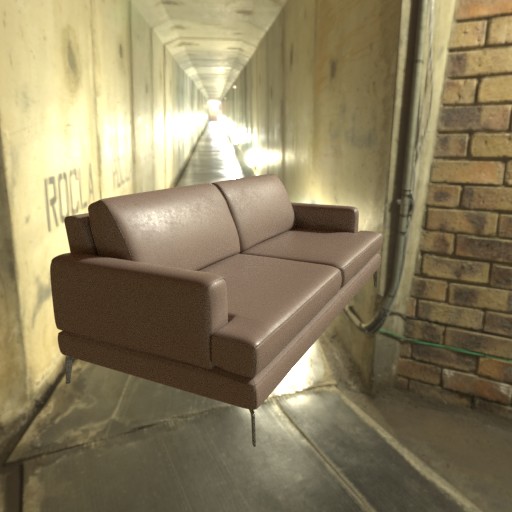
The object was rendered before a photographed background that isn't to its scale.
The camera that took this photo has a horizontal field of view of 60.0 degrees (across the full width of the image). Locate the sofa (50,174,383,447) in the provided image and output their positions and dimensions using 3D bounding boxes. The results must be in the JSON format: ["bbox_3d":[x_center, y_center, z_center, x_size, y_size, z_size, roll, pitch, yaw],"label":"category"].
[{"bbox_3d":[0.000,0.000,2.384,0.974,0.765,1.940,7,16,26],"label":"sofa"}]
